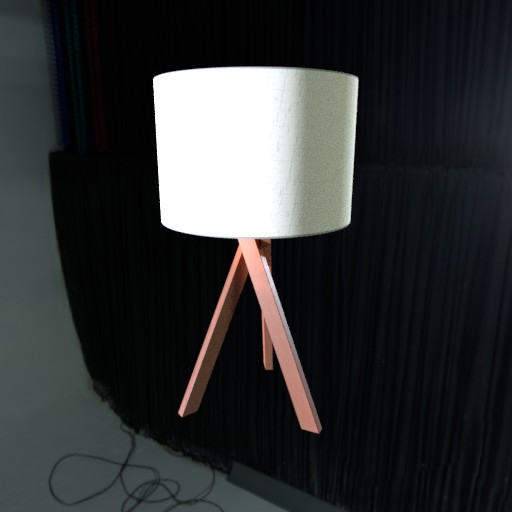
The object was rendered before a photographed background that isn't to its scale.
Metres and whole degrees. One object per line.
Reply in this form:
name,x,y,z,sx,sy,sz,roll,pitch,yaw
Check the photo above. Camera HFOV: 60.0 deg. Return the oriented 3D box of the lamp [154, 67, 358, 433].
lamp,0.000,0.000,0.931,0.380,0.686,0.380,7,17,25
